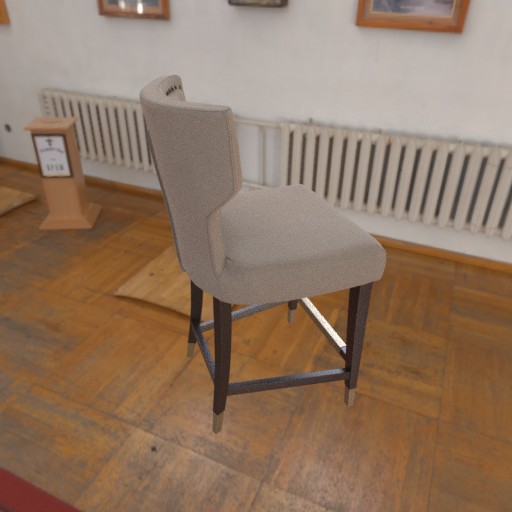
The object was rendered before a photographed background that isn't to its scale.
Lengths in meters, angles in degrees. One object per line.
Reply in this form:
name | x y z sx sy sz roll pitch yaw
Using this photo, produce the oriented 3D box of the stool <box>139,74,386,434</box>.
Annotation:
stool | 0.000 0.000 1.338 0.563 0.982 0.527 -11 32 -18
